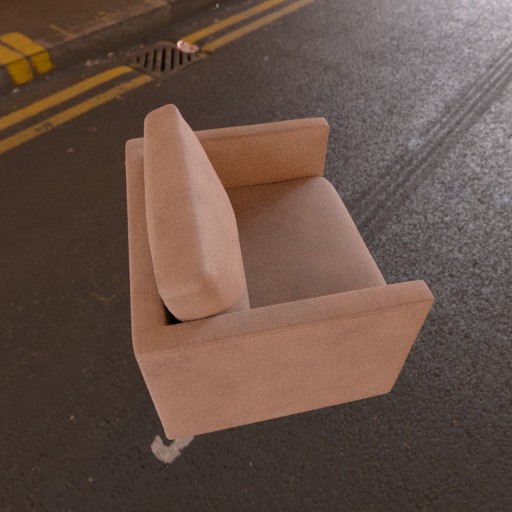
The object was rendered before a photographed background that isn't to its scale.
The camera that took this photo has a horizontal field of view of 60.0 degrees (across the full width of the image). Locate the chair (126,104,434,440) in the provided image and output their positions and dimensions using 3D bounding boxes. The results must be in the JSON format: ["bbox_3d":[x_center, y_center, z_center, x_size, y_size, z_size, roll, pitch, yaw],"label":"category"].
[{"bbox_3d":[0.000,0.000,1.858,0.959,0.961,1.133,-9,48,-8],"label":"chair"}]
